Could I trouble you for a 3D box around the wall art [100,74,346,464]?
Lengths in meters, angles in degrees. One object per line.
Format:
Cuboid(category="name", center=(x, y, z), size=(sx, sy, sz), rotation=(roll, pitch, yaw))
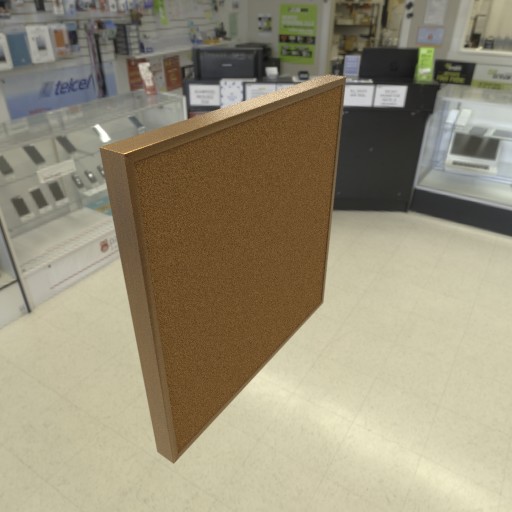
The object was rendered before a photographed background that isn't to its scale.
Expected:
Cuboid(category="wall art", center=(0.000, 0.000, 0.752), size=(0.037, 0.505, 0.505), rotation=(20, 37, 29))
